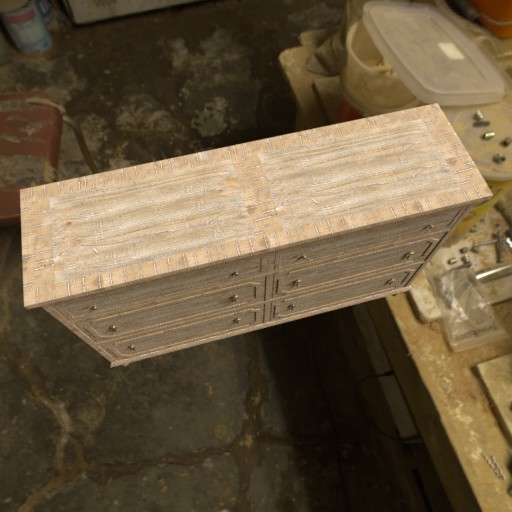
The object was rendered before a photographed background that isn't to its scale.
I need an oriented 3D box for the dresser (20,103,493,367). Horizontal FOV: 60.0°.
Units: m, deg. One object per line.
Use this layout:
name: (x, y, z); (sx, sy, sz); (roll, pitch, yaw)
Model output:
dresser: (0.000, 0.000, 2.034); (1.626, 1.016, 0.457); (-13, 64, -7)
